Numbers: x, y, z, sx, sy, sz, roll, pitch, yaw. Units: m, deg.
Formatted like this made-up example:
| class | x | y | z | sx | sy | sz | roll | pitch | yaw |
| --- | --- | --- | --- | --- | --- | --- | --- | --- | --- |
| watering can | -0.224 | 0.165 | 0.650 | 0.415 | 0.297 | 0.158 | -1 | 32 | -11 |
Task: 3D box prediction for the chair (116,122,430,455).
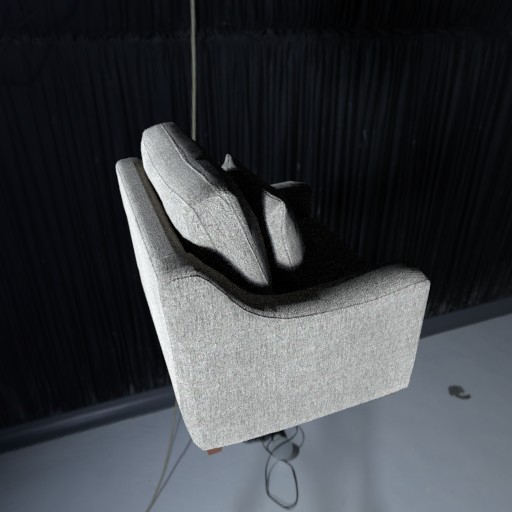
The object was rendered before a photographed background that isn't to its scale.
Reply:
| class | x | y | z | sx | sy | sz | roll | pitch | yaw |
| --- | --- | --- | --- | --- | --- | --- | --- | --- | --- |
| chair | 0.000 | 0.000 | 1.969 | 1.009 | 1.037 | 1.138 | -11 | 32 | -18 |
